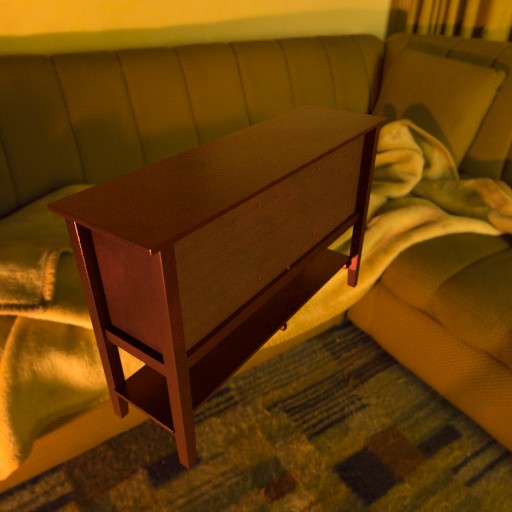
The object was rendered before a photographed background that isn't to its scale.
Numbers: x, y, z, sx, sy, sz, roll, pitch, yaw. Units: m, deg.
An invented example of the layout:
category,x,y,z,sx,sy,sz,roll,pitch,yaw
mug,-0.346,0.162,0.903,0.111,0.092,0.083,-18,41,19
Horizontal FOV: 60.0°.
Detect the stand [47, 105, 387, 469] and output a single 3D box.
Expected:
category,x,y,z,sx,sy,sz,roll,pitch,yaw
stand,0.000,0.000,1.778,0.410,0.872,1.362,21,38,30
